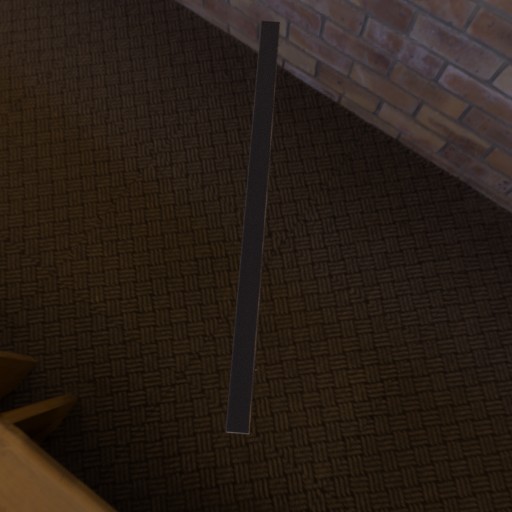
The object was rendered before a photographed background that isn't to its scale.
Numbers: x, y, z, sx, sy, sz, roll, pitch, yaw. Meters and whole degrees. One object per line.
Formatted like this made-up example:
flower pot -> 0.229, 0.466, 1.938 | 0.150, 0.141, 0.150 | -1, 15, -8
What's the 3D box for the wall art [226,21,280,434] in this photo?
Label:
wall art -> 0.000, 0.000, 0.457 | 0.015, 0.303, 0.304 | 4, 76, 1
